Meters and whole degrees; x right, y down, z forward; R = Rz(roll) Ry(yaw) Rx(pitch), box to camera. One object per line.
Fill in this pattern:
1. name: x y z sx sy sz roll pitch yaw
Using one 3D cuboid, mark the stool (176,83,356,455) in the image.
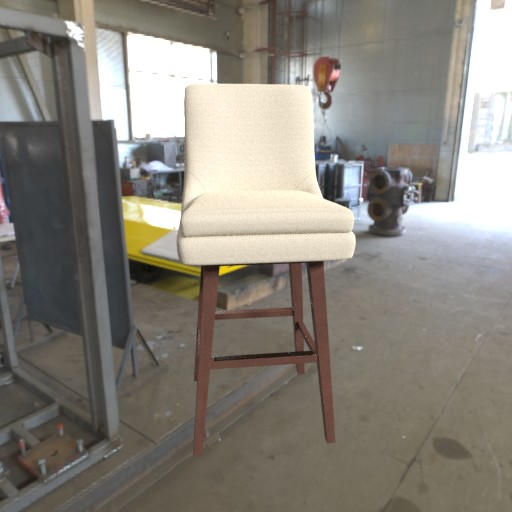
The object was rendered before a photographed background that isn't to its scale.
1. stool: 0.000 0.000 1.439 0.483 1.093 0.559 -2 16 -7
